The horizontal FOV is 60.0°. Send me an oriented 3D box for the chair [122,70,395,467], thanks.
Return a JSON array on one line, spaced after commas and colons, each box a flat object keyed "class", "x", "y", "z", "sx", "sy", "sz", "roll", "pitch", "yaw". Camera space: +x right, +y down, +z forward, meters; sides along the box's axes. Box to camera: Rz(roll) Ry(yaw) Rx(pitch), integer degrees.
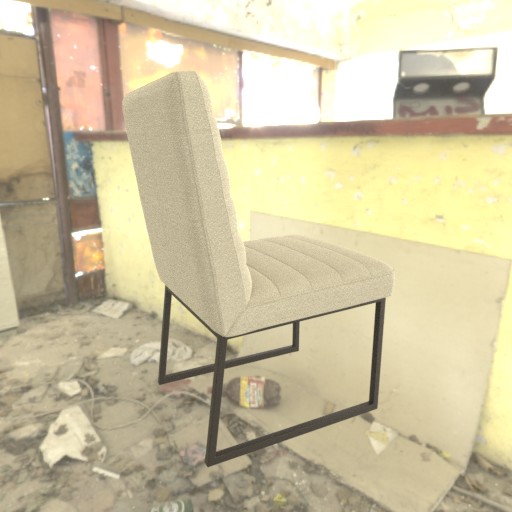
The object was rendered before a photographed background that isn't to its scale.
[{"class": "chair", "x": 0.000, "y": 0.000, "z": 1.309, "sx": 0.634, "sy": 0.930, "sz": 0.520, "roll": -7, "pitch": 16, "yaw": -26}]
